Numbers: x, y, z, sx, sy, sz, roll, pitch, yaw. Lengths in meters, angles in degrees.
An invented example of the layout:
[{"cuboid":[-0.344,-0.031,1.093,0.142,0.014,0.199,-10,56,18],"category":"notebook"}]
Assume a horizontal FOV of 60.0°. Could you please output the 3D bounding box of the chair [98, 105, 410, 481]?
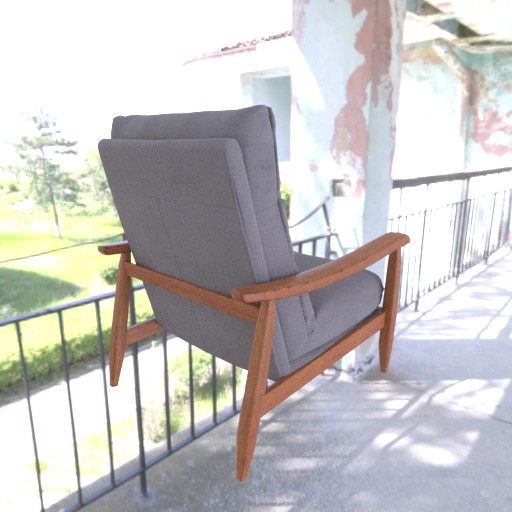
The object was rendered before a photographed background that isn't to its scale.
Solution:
[{"cuboid":[0.000,0.000,1.513,0.782,0.922,0.816,14,20,42],"category":"chair"}]
